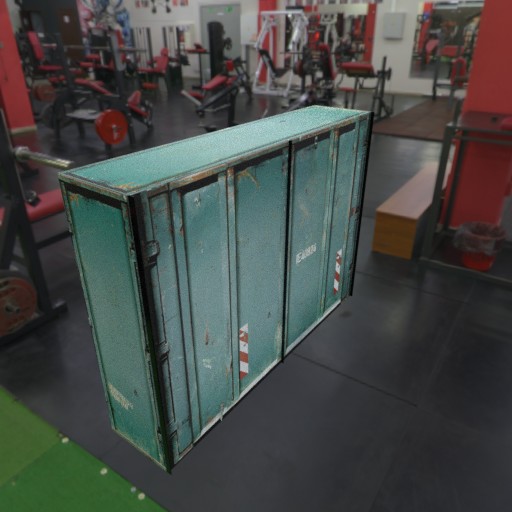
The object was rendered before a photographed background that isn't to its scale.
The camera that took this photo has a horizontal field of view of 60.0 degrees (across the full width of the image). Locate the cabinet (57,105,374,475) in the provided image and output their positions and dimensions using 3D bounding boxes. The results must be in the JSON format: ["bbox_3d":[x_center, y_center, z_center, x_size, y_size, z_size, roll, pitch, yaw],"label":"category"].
[{"bbox_3d":[0.000,0.000,3.993,0.680,2.160,3.001,19,33,32],"label":"cabinet"}]
